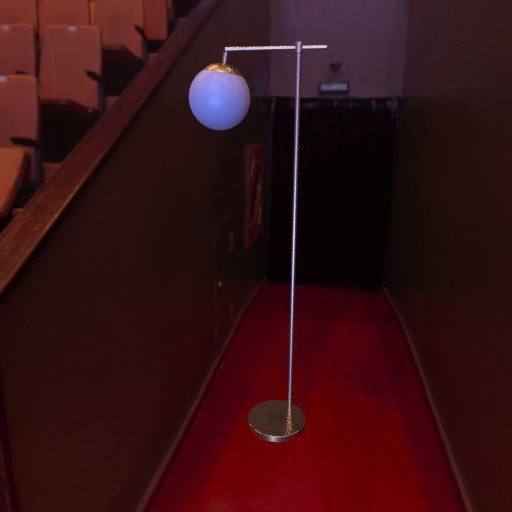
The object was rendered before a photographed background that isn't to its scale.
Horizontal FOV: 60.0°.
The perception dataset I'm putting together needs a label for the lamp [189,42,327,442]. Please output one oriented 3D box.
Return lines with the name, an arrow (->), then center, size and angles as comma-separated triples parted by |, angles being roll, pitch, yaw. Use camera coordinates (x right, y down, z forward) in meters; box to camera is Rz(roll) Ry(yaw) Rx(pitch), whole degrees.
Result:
lamp -> 0.000, 0.000, 1.721 | 0.476, 1.505, 0.249 | 2, 17, 8
